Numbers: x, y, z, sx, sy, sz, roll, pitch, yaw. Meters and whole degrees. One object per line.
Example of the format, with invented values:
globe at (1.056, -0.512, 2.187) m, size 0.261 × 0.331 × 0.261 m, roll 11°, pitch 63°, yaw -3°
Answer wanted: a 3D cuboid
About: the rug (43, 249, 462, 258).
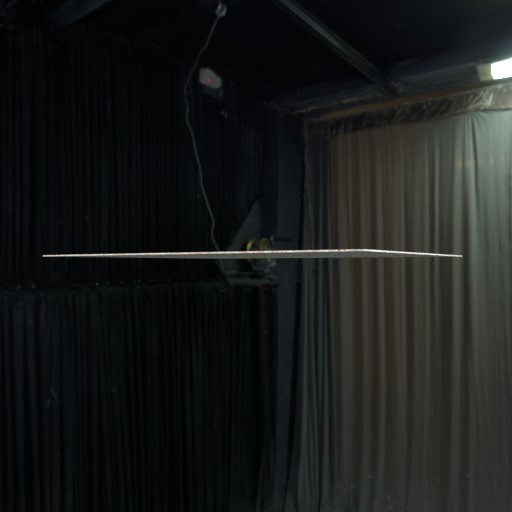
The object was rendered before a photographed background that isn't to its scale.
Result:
rug at (0.000, 0.000, 3.895) m, size 2.939 × 0.009 × 2.313 m, roll -1°, pitch -1°, yaw 36°
